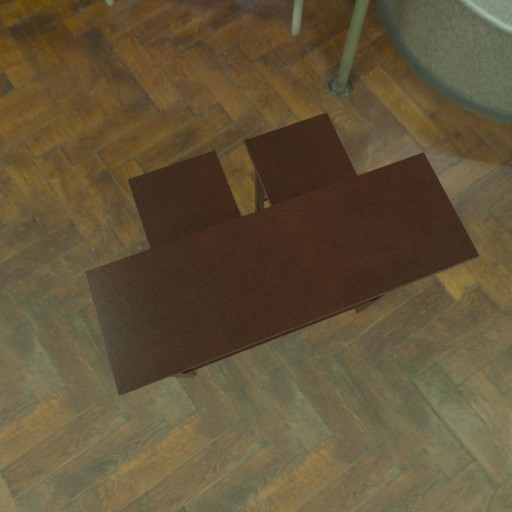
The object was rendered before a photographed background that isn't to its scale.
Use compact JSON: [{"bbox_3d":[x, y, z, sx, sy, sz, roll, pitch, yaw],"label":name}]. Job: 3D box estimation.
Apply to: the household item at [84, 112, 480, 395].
[{"bbox_3d":[0.000,0.000,1.636,0.914,1.067,0.676,-20,75,-6],"label":"household item"}]
